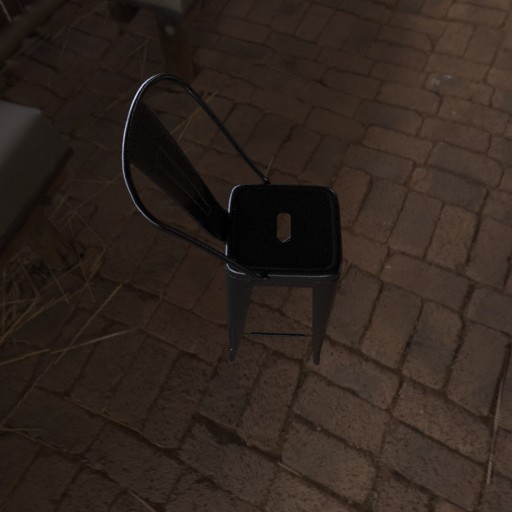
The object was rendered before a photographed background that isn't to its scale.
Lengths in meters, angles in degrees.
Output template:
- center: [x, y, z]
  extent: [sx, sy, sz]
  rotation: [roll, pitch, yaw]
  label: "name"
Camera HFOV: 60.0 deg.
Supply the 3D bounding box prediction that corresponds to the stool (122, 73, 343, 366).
- center: [0.000, 0.000, 1.347]
  extent: [0.513, 1.096, 0.399]
  rotation: [2, 62, 1]
  label: "stool"
